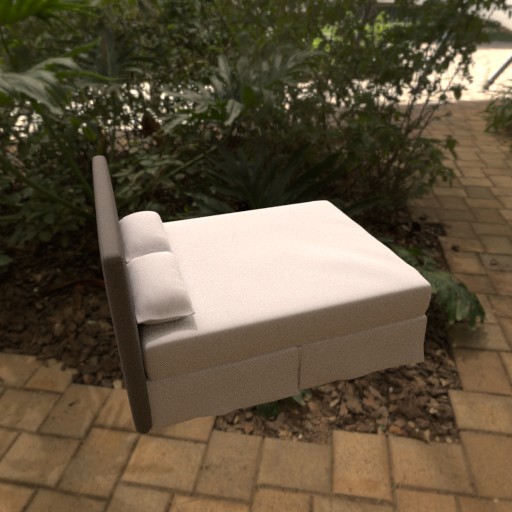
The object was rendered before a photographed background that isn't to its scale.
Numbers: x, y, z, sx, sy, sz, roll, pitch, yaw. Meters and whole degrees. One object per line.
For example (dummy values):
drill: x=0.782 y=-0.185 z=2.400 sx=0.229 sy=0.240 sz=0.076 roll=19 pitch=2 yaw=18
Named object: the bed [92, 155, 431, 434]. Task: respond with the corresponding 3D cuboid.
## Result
bed: x=0.000 y=0.000 z=3.370 sx=2.142 sy=1.330 sz=1.723 roll=-10 pitch=32 yaw=-17
